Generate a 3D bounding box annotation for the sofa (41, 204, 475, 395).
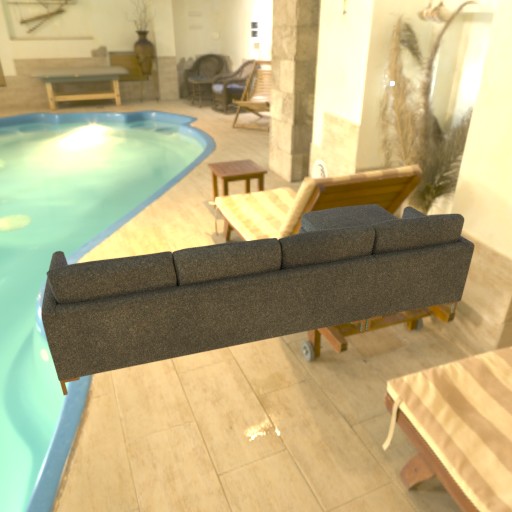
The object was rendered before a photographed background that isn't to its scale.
[{"bbox_3d":[0.000,0.000,3.434,2.932,0.810,1.350,-8,29,-16],"label":"sofa"}]
